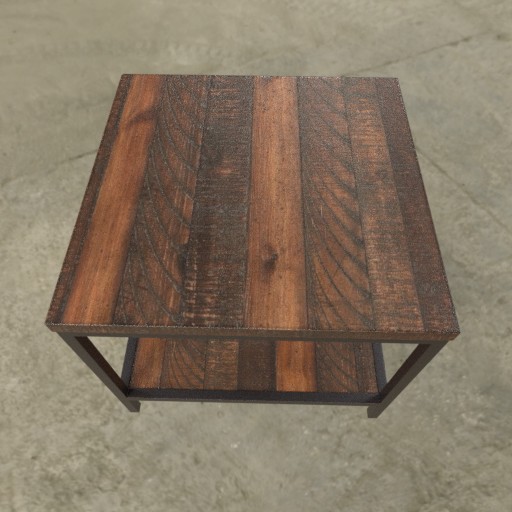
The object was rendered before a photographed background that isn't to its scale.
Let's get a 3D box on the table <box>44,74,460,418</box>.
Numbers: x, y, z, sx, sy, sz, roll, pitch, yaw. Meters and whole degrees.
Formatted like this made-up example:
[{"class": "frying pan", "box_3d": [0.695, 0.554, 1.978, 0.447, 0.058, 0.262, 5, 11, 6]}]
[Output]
[{"class": "table", "box_3d": [0.000, 0.000, 0.939, 0.553, 0.482, 0.548, 1, 57, 1]}]
